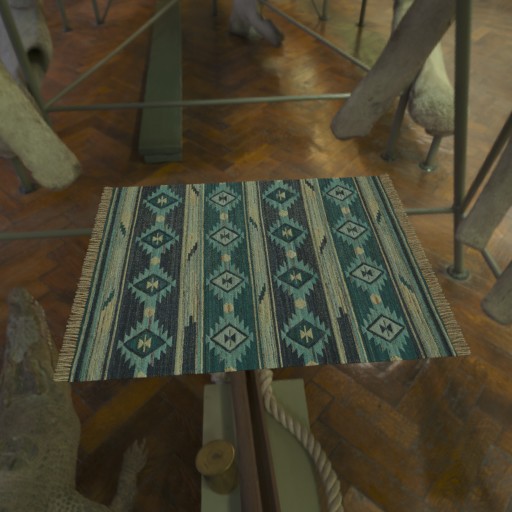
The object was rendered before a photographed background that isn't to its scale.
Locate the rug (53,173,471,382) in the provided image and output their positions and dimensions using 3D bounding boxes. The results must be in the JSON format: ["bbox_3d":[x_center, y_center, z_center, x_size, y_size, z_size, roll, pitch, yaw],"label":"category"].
[{"bbox_3d":[0.000,0.000,4.281,3.307,0.047,2.418,-3,46,-3],"label":"rug"}]
